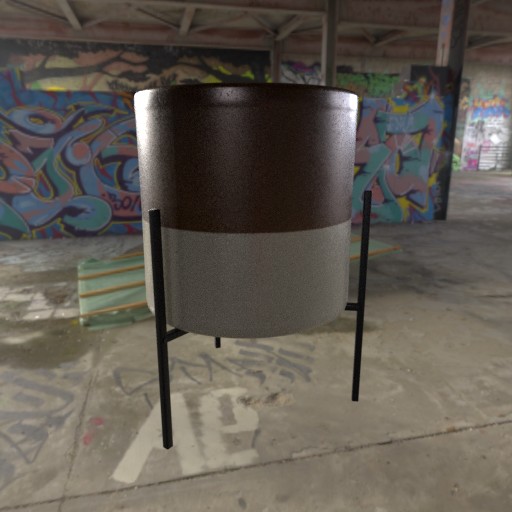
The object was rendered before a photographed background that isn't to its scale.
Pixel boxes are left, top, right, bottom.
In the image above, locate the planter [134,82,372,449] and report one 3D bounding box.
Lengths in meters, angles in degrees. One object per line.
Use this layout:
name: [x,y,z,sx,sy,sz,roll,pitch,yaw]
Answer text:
planter: [0.000,0.000,0.548,0.269,0.375,0.255,2,15,7]
